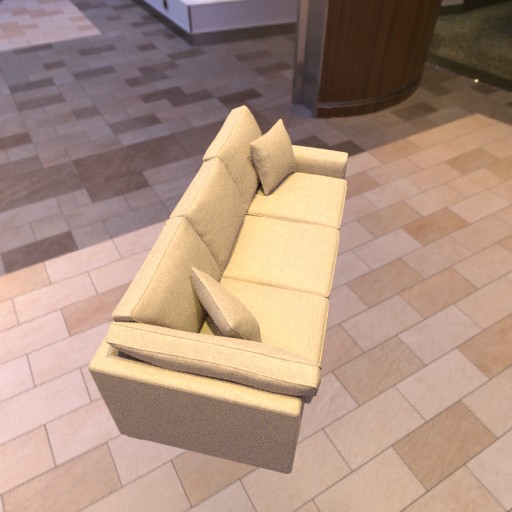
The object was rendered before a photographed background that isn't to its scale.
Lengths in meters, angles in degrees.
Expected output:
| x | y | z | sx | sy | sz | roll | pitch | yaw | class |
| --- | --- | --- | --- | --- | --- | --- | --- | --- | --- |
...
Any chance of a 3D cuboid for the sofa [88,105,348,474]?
| x | y | z | sx | sy | sz | roll | pitch | yaw | class |
| --- | --- | --- | --- | --- | --- | --- | --- | --- | --- |
| 0.000 | 0.000 | 2.912 | 1.061 | 0.962 | 2.317 | 10 | 46 | 10 | sofa |
